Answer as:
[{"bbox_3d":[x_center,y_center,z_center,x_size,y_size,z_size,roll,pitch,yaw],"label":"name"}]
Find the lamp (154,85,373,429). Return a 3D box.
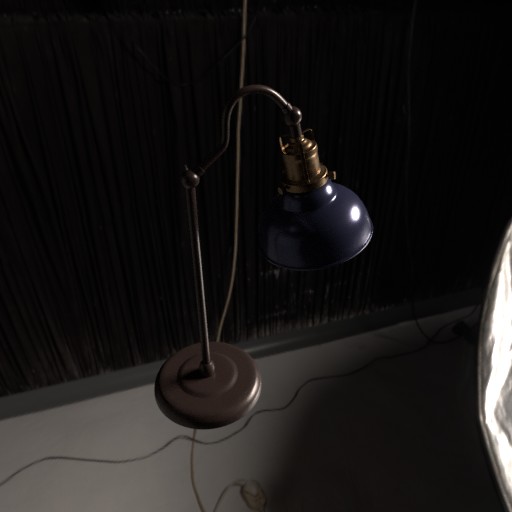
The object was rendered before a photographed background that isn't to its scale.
[{"bbox_3d":[0.000,0.000,0.692,0.374,0.508,0.192,-11,34,-16],"label":"lamp"}]
